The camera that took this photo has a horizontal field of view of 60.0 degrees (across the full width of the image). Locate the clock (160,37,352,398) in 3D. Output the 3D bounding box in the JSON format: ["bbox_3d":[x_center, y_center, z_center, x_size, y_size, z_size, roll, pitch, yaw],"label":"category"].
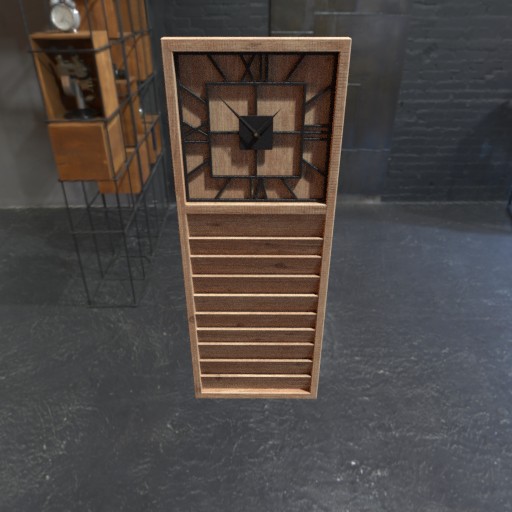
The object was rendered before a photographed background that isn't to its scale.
[{"bbox_3d":[0.000,0.000,1.090,0.361,0.965,0.030,0,30,0],"label":"clock"}]
